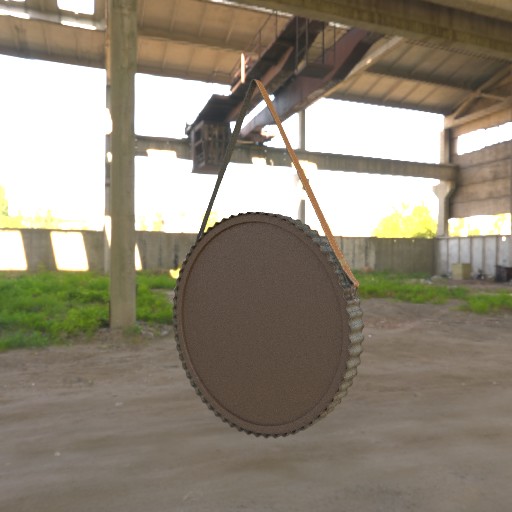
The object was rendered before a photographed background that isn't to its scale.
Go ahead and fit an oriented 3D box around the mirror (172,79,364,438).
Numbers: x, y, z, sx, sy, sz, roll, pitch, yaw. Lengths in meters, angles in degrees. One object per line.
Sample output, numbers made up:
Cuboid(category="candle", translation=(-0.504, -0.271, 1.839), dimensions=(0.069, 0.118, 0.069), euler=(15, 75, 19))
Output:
Cuboid(category="mirror", translation=(0.000, 0.000, 0.717), dimensions=(0.355, 0.568, 0.042), euler=(0, 1, 37))
